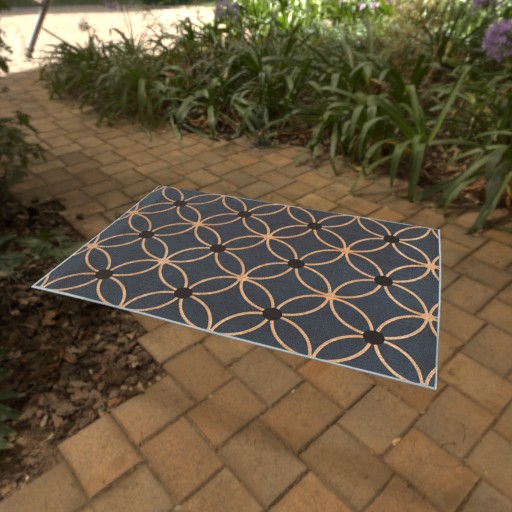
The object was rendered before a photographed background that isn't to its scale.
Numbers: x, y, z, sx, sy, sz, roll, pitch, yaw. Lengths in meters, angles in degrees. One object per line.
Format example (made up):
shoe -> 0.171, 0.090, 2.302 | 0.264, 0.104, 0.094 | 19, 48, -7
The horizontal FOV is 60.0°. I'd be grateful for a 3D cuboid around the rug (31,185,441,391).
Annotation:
rug -> 0.000, 0.000, 2.896 | 2.284, 0.008, 1.522 | 11, 35, 16
